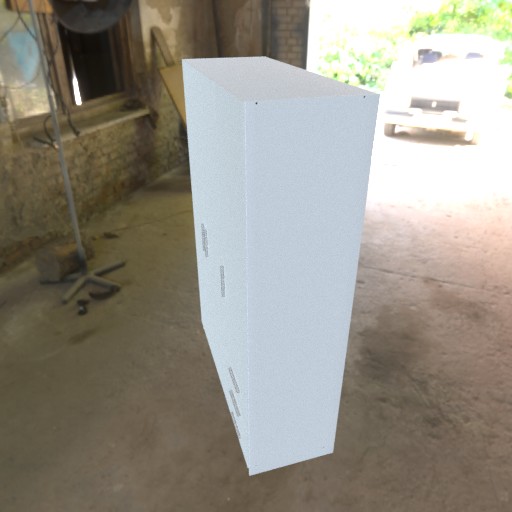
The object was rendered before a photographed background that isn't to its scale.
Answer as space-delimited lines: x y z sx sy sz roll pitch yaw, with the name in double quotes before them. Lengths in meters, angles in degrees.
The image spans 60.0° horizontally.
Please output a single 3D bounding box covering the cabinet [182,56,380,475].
"cabinet" 0.000 0.000 2.477 0.510 1.910 1.290 -9 31 -15
